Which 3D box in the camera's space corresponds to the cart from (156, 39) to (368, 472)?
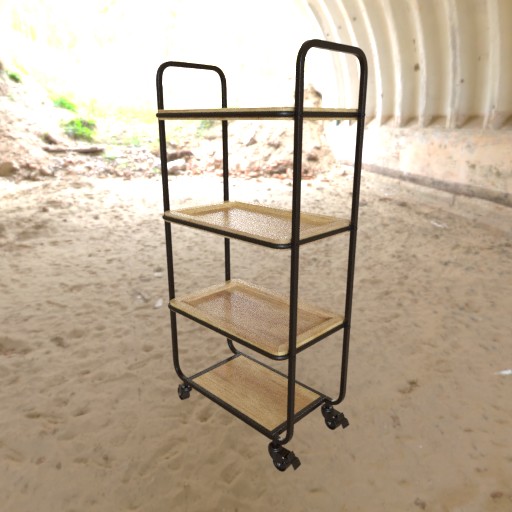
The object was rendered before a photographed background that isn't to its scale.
[{"bbox_3d":[0.000,0.000,1.295,0.545,1.080,0.321,16,23,42],"label":"cart"}]
